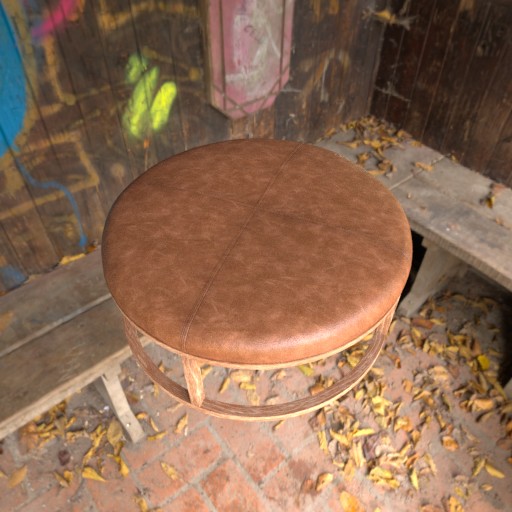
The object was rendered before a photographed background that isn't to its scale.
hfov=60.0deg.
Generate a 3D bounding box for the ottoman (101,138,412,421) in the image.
[{"bbox_3d":[0.000,0.000,1.559,1.006,0.445,1.006,0,45,0],"label":"ottoman"}]
